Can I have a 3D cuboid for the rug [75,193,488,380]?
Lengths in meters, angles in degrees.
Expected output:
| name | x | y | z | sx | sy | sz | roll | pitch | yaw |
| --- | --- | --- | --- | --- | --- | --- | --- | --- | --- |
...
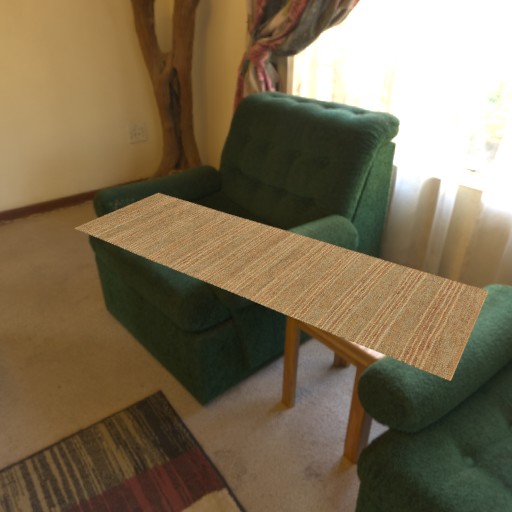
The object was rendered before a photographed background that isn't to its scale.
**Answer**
| name | x | y | z | sx | sy | sz | roll | pitch | yaw |
| --- | --- | --- | --- | --- | --- | --- | --- | --- | --- |
| rug | 0.000 | 0.000 | 2.659 | 2.438 | 0.006 | 0.783 | 19 | 35 | 30 |
